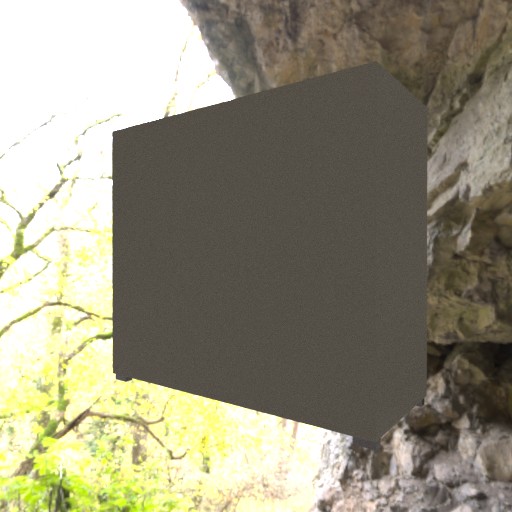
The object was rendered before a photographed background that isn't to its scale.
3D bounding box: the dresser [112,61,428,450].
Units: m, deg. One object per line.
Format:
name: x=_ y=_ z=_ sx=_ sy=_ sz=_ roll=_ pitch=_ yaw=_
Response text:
dresser: x=0.000 y=0.000 z=1.640 sx=1.100 sy=1.000 sz=0.460 roll=0 pitch=1 yaw=36
